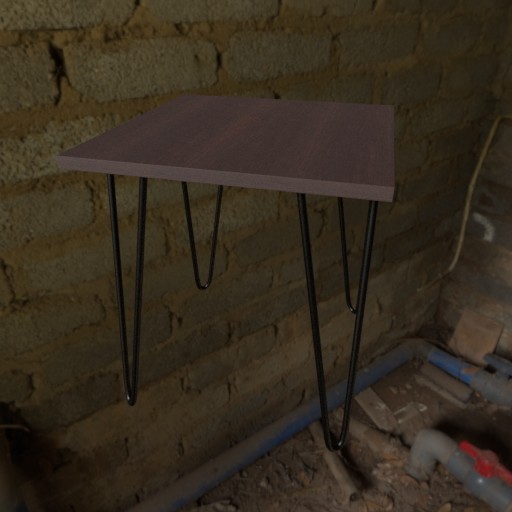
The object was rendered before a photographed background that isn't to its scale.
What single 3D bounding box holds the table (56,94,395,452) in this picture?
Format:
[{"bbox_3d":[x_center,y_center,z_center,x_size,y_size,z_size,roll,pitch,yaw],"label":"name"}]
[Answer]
[{"bbox_3d":[0.000,0.000,0.963,0.495,0.559,0.495,8,31,13],"label":"table"}]
